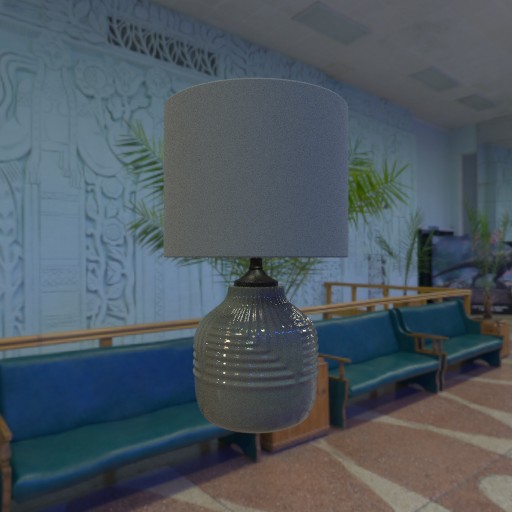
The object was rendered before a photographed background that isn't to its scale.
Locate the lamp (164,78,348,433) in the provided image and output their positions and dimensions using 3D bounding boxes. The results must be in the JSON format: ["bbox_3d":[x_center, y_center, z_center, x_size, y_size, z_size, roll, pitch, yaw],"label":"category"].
[{"bbox_3d":[0.000,0.000,0.779,0.318,0.567,0.318,0,0,0],"label":"lamp"}]
